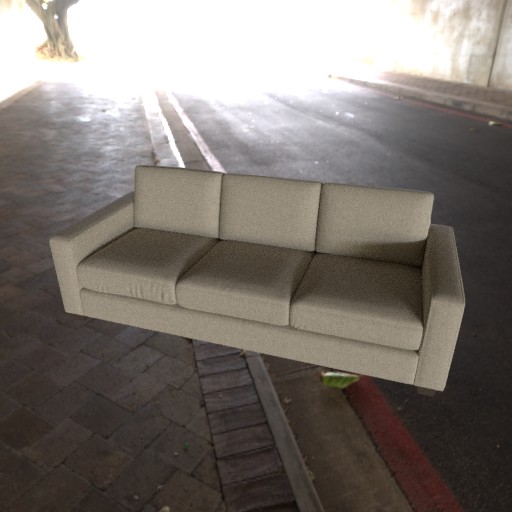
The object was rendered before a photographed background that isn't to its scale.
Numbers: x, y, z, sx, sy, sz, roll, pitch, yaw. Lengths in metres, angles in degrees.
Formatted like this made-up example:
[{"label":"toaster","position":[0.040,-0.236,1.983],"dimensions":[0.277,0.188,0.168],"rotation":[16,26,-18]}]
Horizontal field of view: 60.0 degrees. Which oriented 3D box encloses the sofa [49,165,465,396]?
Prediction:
[{"label":"sofa","position":[0.000,0.000,2.604],"dimensions":[2.160,0.800,0.900],"rotation":[8,28,16]}]
